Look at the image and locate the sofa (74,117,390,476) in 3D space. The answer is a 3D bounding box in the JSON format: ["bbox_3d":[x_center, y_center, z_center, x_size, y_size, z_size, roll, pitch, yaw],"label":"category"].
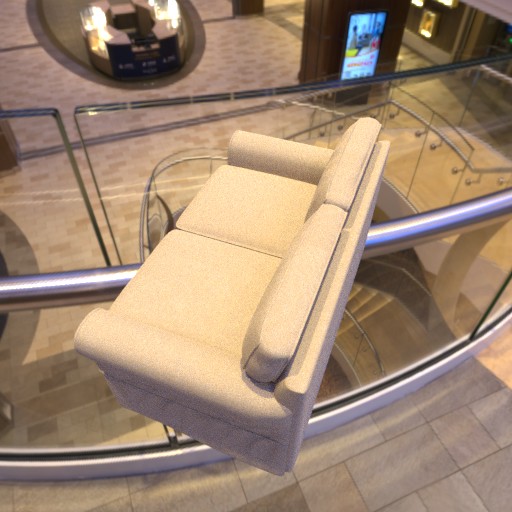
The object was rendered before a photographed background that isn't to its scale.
[{"bbox_3d":[0.000,0.000,2.322,0.991,0.940,1.727,16,48,15],"label":"sofa"}]
